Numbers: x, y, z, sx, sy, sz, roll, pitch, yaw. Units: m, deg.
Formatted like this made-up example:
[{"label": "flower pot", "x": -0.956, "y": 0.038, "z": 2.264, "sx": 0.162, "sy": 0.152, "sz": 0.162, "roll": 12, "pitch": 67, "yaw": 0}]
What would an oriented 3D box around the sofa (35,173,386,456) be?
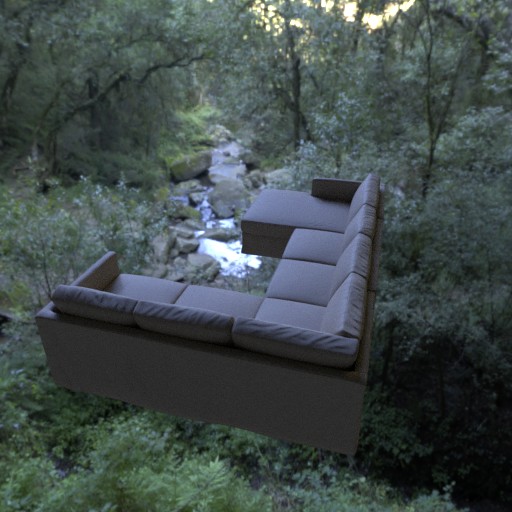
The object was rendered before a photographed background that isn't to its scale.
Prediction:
[{"label": "sofa", "x": 0.000, "y": 0.000, "z": 4.537, "sx": 2.476, "sy": 0.878, "sz": 3.528, "roll": 8, "pitch": 31, "yaw": 14}]
